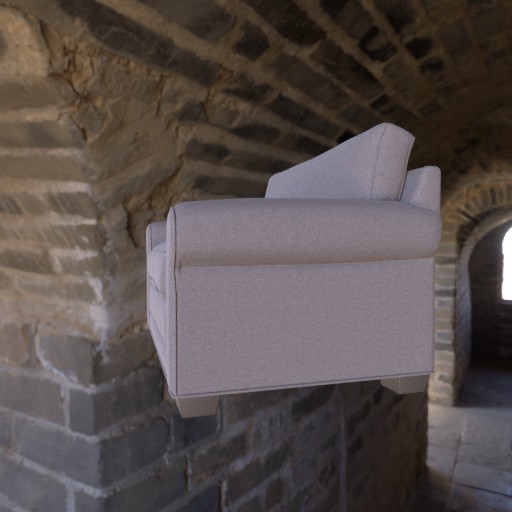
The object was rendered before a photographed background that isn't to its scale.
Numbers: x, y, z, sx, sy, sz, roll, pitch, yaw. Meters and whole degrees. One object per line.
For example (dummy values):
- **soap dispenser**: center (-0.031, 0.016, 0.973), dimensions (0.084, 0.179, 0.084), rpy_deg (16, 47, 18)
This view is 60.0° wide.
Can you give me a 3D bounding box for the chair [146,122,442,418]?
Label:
- **chair**: center (0.000, 0.000, 1.980), dimensions (0.930, 0.930, 1.390), rpy_deg (0, 1, -17)
